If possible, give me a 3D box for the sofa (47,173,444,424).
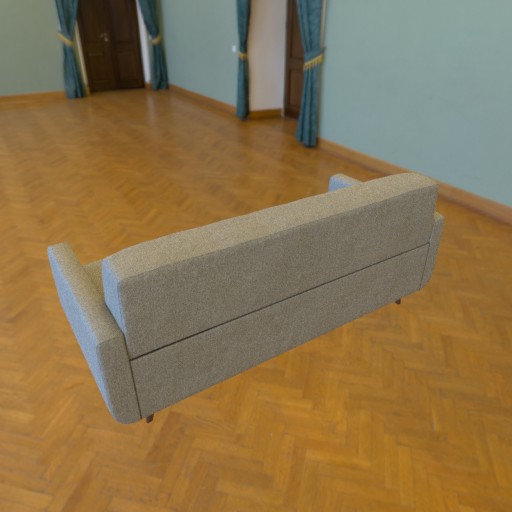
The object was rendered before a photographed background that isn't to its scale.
[{"bbox_3d":[0.000,0.000,2.557,2.055,0.873,0.968,-18,35,-28],"label":"sofa"}]
